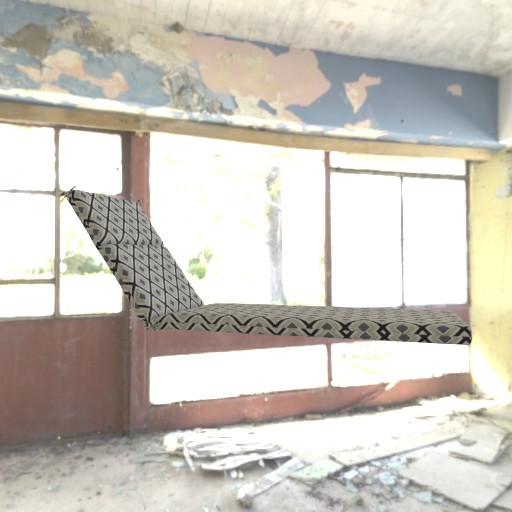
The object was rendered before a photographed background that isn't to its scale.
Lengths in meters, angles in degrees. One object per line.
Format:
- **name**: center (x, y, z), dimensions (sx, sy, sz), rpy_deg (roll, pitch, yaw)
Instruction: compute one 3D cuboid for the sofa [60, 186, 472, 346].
- **sofa**: center (0.000, 0.000, 1.952), dimensions (1.663, 0.622, 0.582), rpy_deg (0, 0, 18)
